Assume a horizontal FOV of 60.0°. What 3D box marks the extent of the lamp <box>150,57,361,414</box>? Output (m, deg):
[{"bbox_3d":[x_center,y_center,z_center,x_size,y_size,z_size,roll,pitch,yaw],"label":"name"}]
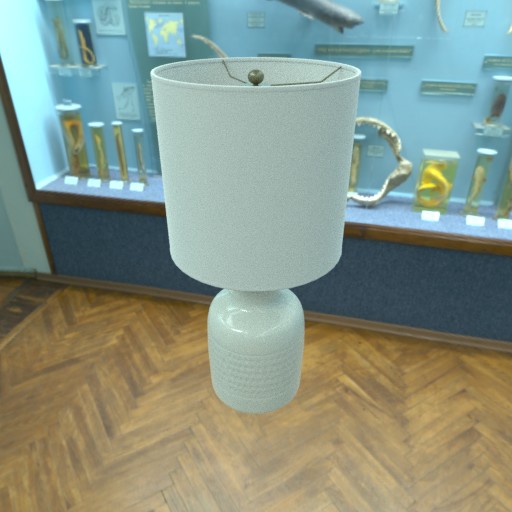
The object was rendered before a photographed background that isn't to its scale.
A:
[{"bbox_3d":[0.000,0.000,0.501,0.188,0.392,0.188,8,31,13],"label":"lamp"}]
